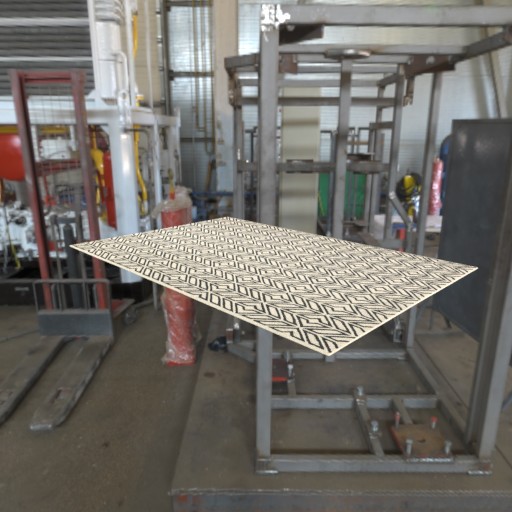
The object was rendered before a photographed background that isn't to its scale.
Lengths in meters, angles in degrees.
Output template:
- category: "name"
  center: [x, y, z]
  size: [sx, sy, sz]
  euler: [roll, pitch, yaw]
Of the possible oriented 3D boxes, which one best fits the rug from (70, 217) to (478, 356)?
- category: "rug"
  center: [0.000, 0.000, 2.356]
  size: [1.828, 0.007, 1.220]
  euler: [15, 22, 43]
